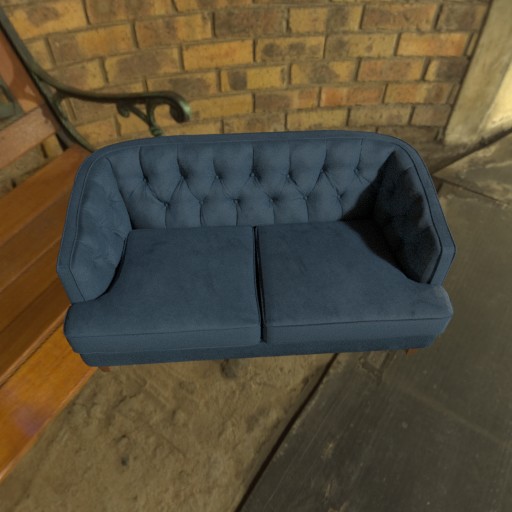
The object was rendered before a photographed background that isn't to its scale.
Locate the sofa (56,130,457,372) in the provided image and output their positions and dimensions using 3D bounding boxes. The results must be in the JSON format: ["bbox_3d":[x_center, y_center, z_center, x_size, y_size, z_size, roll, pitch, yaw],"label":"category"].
[{"bbox_3d":[0.000,0.000,2.243,1.733,0.854,0.941,-3,48,-2],"label":"sofa"}]
